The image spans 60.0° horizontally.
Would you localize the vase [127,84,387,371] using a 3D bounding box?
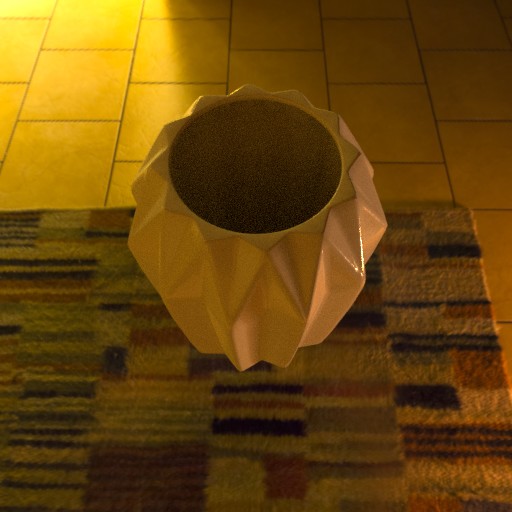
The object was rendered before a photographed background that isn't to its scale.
[{"bbox_3d":[0.000,0.000,0.404,0.195,0.275,0.195,0,63,0],"label":"vase"}]
